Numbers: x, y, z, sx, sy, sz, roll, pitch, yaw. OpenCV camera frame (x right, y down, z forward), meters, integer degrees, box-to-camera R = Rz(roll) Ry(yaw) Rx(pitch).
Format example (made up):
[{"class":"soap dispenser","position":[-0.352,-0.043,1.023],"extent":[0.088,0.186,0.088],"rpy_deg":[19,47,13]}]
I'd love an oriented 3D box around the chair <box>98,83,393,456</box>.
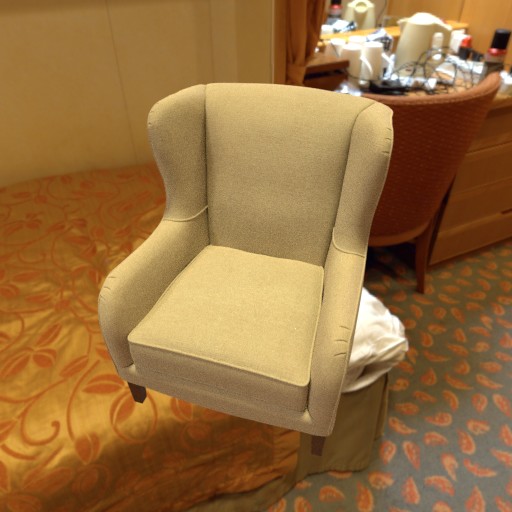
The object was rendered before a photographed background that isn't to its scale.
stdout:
[{"class":"chair","position":[0.000,0.000,1.702],"extent":[0.838,1.040,0.966],"rpy_deg":[11,39,14]}]
